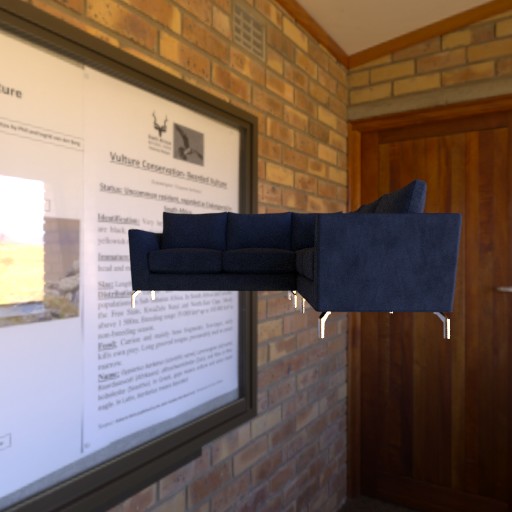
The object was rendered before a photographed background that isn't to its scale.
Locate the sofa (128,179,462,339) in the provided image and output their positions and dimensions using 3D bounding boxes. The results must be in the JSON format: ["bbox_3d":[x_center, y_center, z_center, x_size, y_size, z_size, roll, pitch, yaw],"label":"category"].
[{"bbox_3d":[0.000,0.000,3.853,2.472,0.988,2.463,0,0,1],"label":"sofa"}]
